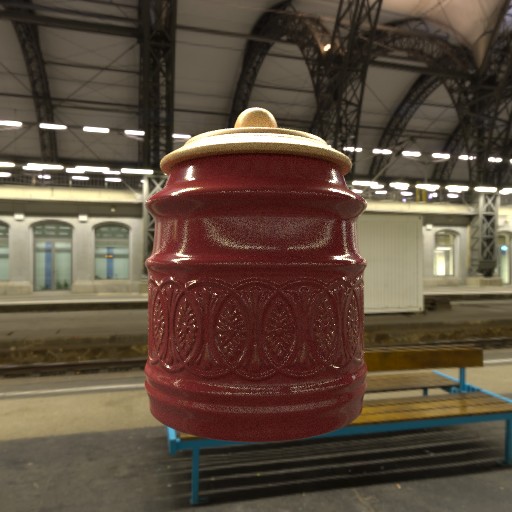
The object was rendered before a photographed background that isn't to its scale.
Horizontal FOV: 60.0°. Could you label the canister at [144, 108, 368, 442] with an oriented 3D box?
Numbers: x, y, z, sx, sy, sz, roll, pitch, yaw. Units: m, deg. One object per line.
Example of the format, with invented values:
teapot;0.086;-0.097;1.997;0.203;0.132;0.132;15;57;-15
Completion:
canister;0.000;0.000;0.266;0.130;0.176;0.130;0;0;0
